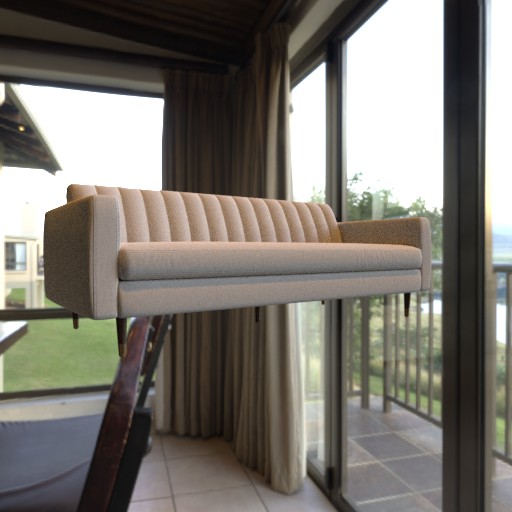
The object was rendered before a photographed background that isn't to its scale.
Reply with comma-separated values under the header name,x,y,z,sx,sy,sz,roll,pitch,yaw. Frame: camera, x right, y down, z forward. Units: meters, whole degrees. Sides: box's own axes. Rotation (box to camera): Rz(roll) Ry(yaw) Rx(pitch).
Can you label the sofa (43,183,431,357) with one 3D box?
name,x,y,z,sx,sy,sz,roll,pitch,yaw
sofa,0.000,0.000,2.723,2.291,0.821,0.990,-1,1,-35
